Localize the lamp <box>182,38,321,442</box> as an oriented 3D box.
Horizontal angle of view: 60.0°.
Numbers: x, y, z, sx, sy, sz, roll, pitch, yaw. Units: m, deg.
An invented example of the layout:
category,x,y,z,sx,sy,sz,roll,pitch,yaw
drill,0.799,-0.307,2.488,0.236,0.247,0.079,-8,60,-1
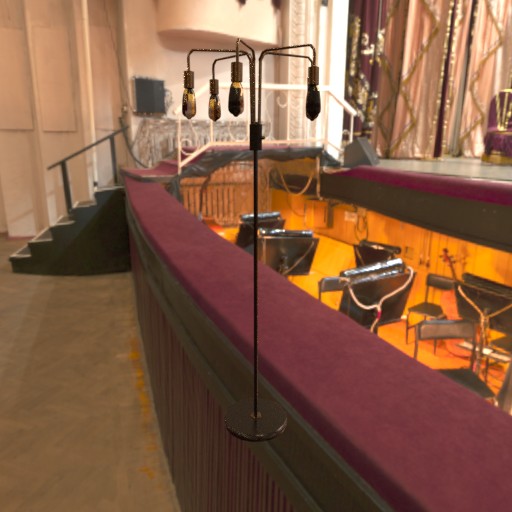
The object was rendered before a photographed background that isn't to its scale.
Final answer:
category,x,y,z,sx,sy,sz,roll,pitch,yaw
lamp,0.000,0.000,2.018,0.599,1.721,0.572,-7,17,-26
